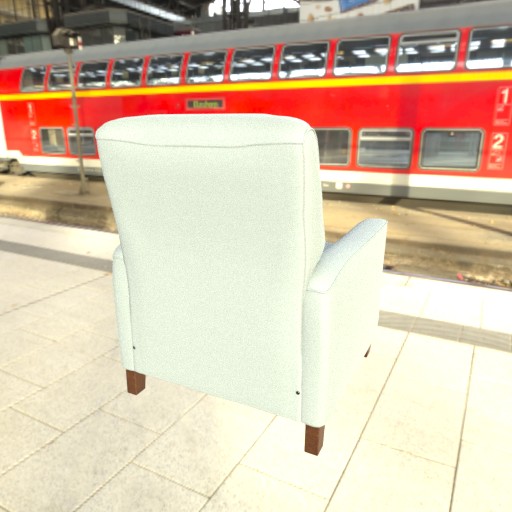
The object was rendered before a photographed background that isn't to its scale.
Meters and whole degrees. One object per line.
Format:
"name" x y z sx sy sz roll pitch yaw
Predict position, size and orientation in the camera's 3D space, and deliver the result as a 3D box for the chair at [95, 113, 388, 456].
"chair" 0.000 0.000 1.668 0.853 1.007 0.846 8 19 25
